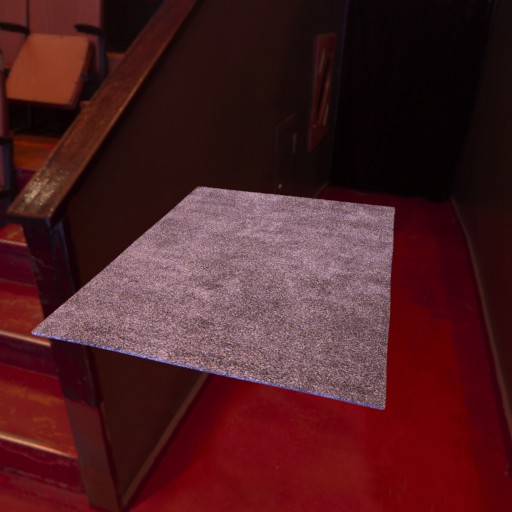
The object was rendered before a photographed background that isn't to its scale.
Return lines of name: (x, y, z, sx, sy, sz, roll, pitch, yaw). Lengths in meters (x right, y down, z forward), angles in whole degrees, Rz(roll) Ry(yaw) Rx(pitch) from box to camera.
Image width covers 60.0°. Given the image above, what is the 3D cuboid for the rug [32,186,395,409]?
rug: (0.000, 0.000, 4.060, 2.401, 0.025, 3.000, 8, 30, 14)
